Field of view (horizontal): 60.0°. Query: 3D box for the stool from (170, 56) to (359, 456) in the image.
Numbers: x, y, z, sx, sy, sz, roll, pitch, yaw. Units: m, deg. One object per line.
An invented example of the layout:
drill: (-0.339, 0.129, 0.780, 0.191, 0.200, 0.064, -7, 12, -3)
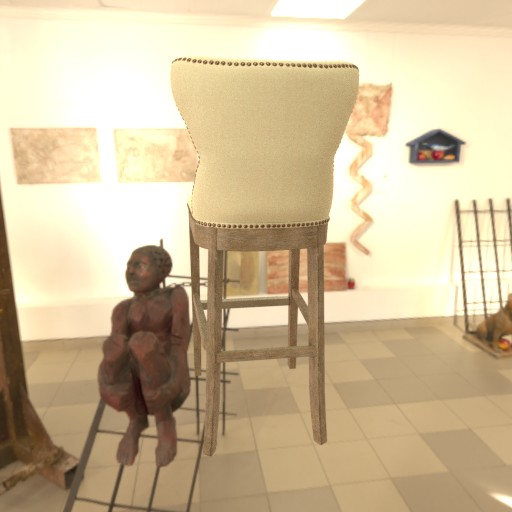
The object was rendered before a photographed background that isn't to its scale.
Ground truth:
stool: (0.000, 0.000, 1.450, 0.494, 1.123, 0.606, -2, 14, -8)
